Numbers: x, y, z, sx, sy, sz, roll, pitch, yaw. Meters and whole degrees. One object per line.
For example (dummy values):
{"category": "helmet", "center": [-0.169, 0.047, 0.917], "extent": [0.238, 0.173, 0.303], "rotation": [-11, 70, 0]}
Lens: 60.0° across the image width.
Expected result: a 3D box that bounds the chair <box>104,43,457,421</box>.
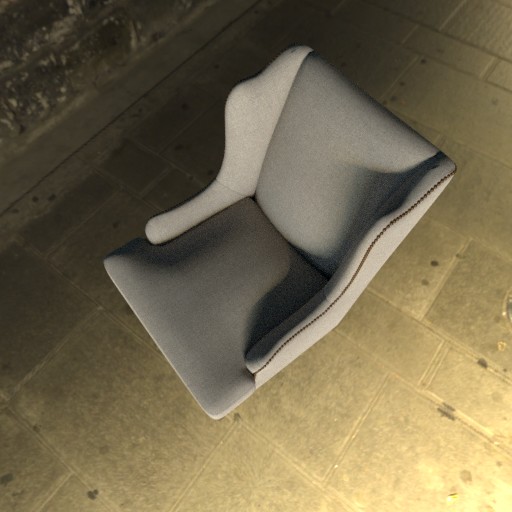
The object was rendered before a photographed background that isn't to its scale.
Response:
{"category": "chair", "center": [0.000, 0.000, 1.645], "extent": [0.940, 1.029, 0.737], "rotation": [-35, 68, -17]}
